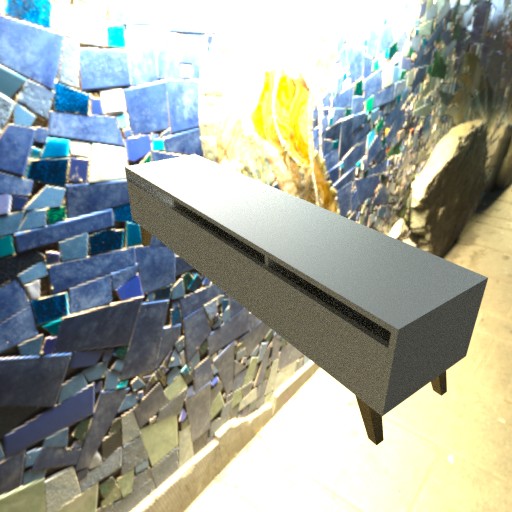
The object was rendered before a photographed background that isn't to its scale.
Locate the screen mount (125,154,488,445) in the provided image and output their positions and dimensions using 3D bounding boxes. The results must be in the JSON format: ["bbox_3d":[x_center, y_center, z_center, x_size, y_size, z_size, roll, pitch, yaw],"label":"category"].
[{"bbox_3d":[0.000,0.000,1.820,0.399,0.432,1.644,-19,33,-32],"label":"screen mount"}]
